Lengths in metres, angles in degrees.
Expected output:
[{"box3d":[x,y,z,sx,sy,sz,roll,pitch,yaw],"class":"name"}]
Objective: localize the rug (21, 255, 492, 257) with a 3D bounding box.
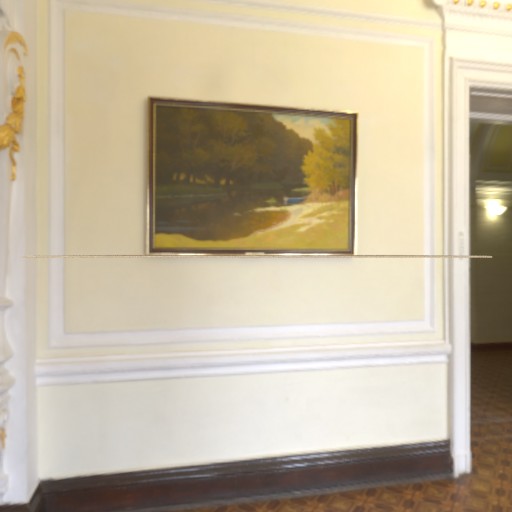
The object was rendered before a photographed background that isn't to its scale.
[{"box3d":[0.000,0.000,2.888,2.284,0.008,1.522,0,0,1],"class":"rug"}]
